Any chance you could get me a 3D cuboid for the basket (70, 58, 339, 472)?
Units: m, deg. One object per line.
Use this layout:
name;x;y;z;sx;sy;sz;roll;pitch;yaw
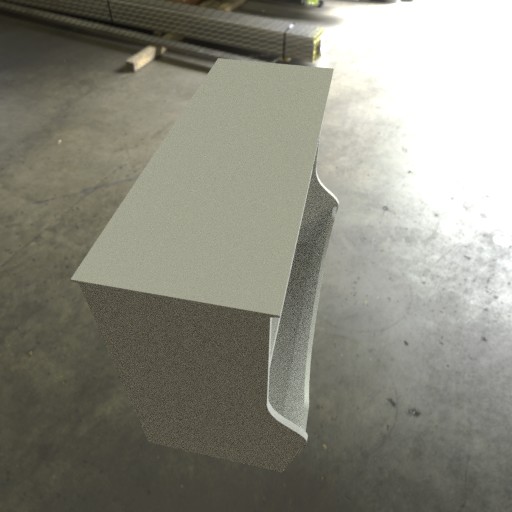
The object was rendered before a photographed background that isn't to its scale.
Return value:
basket;0.000;0.000;1.104;0.376;0.625;0.792;9;47;8
